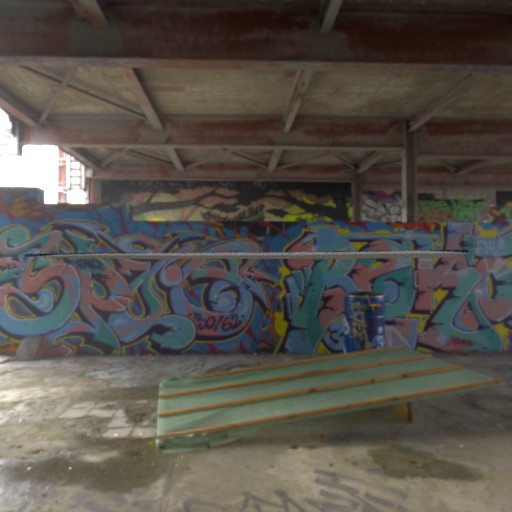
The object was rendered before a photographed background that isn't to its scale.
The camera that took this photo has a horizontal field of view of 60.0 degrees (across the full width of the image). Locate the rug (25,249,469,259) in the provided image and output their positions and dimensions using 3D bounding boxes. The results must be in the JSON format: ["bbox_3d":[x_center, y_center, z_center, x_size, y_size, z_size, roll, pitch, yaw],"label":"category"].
[{"bbox_3d":[0.000,0.000,2.158,1.728,0.017,1.136,0,-1,17],"label":"rug"}]
